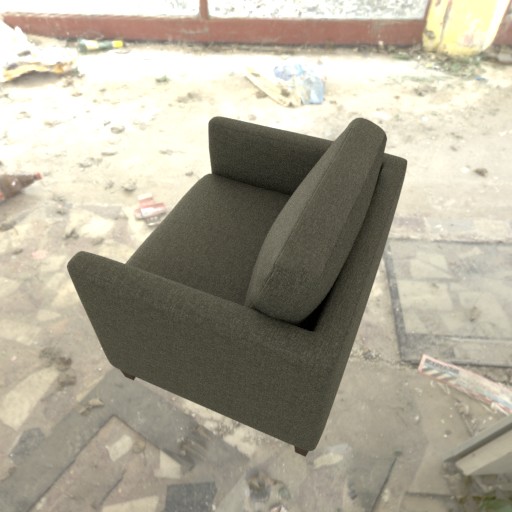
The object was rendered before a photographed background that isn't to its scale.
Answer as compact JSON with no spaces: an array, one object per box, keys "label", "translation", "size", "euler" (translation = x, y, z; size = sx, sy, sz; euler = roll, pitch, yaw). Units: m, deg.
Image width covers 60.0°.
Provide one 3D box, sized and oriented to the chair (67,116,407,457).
[{"label":"chair","translation":[0.000,0.000,1.848],"size":[0.959,0.963,1.107],"euler":[18,49,16]}]
